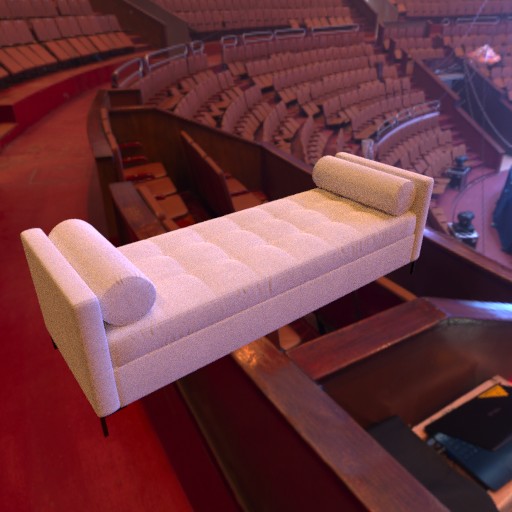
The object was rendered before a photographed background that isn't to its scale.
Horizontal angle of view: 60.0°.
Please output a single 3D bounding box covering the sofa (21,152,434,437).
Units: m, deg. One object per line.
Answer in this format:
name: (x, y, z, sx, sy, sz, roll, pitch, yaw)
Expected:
sofa: (0.000, 0.000, 2.290, 1.981, 0.635, 0.686, -21, 35, -33)
